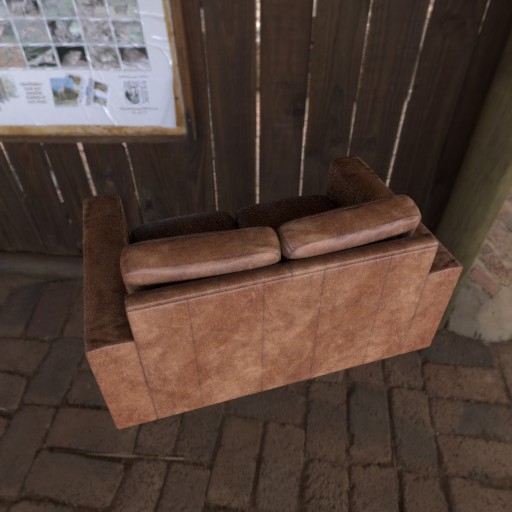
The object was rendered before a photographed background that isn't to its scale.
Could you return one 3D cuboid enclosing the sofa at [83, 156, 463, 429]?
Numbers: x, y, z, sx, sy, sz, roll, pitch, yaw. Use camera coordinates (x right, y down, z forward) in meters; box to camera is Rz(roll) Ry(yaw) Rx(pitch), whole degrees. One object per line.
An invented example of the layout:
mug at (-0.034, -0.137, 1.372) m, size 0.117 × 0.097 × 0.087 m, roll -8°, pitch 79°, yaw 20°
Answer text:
sofa at (0.000, 0.000, 2.263) m, size 1.626 × 0.889 × 1.041 m, roll -11°, pitch 43°, yaw -12°
